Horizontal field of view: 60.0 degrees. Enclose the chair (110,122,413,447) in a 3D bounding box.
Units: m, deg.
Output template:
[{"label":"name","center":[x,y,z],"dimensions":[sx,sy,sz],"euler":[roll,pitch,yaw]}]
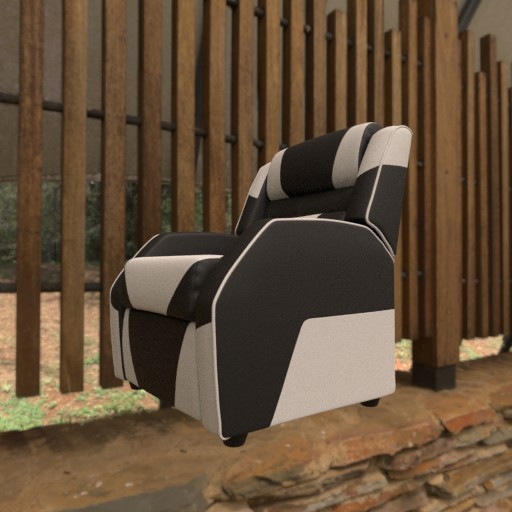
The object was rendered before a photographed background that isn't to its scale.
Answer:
[{"label":"chair","center":[0.000,0.000,1.300],"dimensions":[0.672,0.805,0.620],"euler":[1,-2,-37]}]
